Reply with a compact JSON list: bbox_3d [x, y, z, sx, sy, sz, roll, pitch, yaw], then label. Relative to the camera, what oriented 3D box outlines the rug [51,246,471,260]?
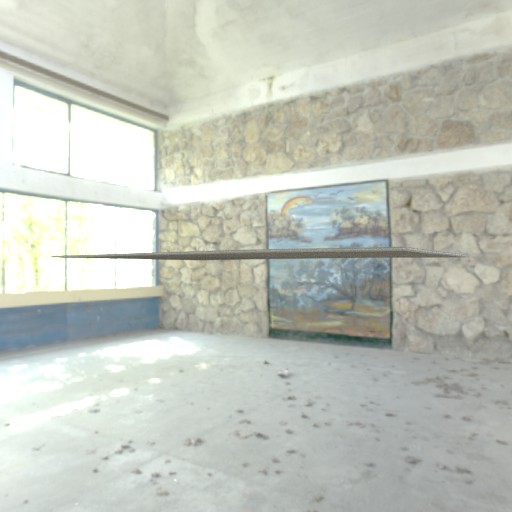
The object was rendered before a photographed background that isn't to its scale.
[{"bbox_3d":[0.000,0.000,3.078,2.498,0.022,1.535,-1,-2,34],"label":"rug"}]
